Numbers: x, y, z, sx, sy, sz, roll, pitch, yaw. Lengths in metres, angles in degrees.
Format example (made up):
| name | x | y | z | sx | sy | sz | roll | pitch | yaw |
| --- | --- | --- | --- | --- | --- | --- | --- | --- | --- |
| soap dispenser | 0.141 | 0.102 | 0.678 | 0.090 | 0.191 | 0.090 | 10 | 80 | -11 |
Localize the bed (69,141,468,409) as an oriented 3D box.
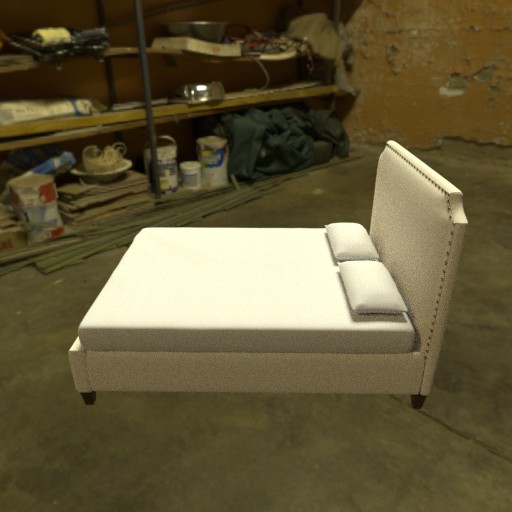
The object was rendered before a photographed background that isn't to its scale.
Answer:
| name | x | y | z | sx | sy | sz | roll | pitch | yaw |
| --- | --- | --- | --- | --- | --- | --- | --- | --- | --- |
| bed | 0.000 | 0.000 | 3.420 | 2.372 | 1.497 | 1.712 | 0 | 26 | 1 |
